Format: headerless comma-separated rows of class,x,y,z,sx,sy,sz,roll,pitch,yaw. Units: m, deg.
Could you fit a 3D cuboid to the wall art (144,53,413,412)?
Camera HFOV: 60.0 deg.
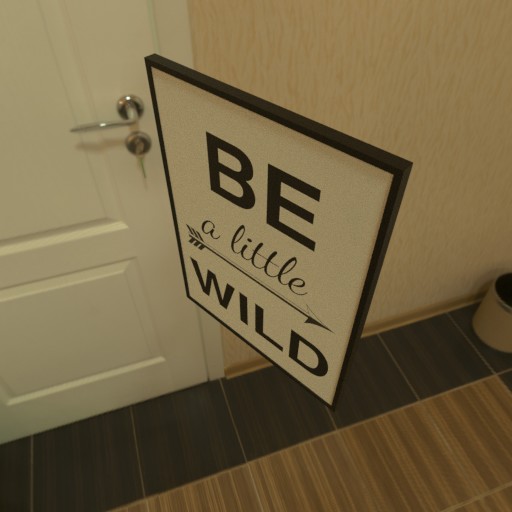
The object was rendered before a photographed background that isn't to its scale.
wall art,0.000,0.000,1.438,0.806,1.062,0.038,33,54,28
